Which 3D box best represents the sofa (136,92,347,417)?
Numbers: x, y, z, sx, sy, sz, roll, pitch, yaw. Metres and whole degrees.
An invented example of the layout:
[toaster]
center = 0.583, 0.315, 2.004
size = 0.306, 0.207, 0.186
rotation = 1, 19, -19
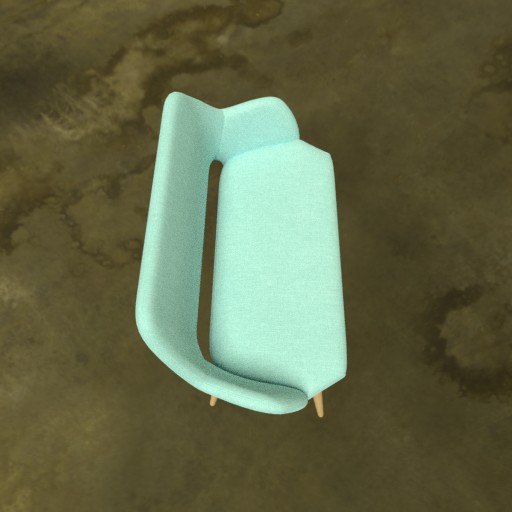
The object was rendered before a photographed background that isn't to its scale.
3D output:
[sofa]
center = 0.000, 0.000, 1.646
size = 0.610, 0.840, 1.150
rotation = 1, 65, 0
